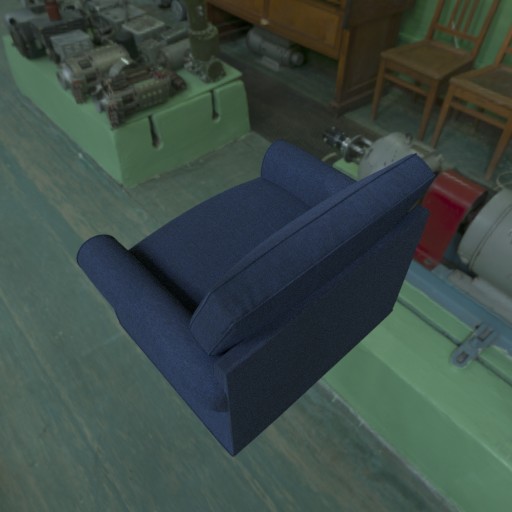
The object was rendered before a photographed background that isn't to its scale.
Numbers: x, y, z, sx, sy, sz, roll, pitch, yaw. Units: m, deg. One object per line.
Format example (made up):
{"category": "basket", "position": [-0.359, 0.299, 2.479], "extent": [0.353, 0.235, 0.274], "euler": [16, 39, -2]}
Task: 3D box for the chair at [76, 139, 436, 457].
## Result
{"category": "chair", "position": [0.000, 0.000, 2.021], "extent": [1.285, 1.044, 0.963], "euler": [-34, 56, -27]}
